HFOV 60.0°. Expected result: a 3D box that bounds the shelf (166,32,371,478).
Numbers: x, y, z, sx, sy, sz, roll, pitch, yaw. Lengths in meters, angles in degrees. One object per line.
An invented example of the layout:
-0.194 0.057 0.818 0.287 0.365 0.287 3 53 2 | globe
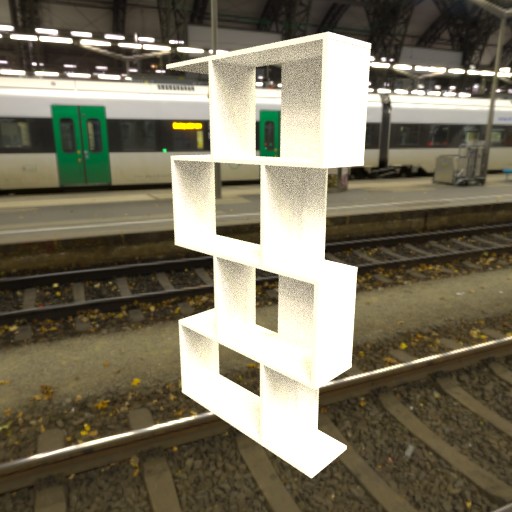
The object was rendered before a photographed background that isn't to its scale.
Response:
0.000 0.000 1.974 0.250 1.650 0.890 -14 20 -43 | shelf
